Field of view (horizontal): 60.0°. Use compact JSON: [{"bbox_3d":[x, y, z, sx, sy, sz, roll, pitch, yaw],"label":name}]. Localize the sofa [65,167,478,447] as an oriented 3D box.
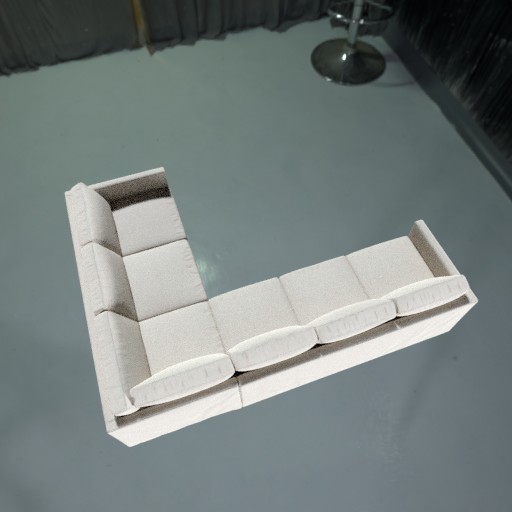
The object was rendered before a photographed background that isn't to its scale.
[{"bbox_3d":[0.000,0.000,4.296,3.182,0.871,2.432,-17,60,-10],"label":"sofa"}]
